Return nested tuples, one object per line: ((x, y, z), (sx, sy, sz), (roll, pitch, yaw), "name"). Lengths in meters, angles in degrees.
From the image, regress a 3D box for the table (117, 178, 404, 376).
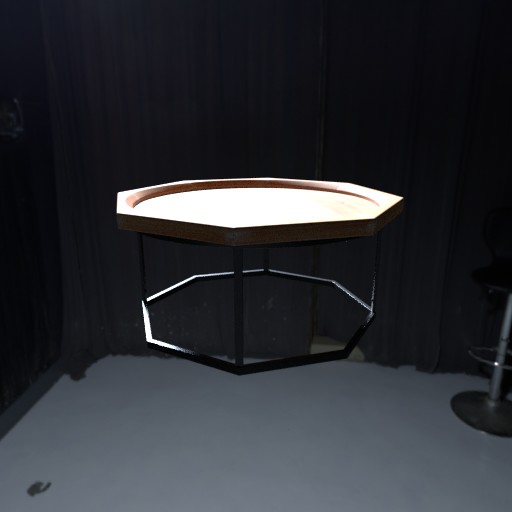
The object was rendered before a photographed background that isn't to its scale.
((0.000, 0.000, 1.608), (1.002, 0.444, 1.002), (0, 17, 0), "table")
